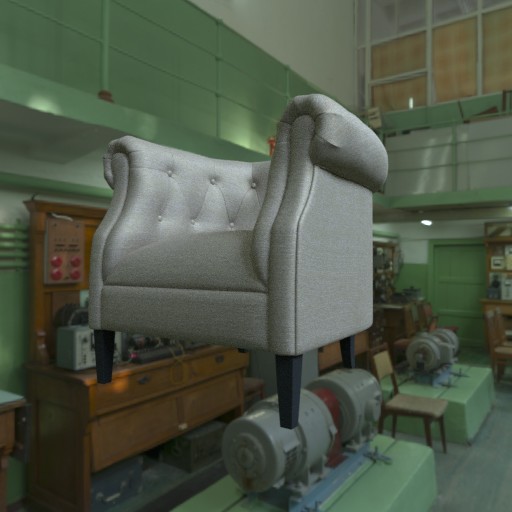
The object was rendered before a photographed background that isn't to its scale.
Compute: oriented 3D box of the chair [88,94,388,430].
[{"bbox_3d":[0.000,0.000,1.566,0.905,0.827,0.852,0,-1,34],"label":"chair"}]
